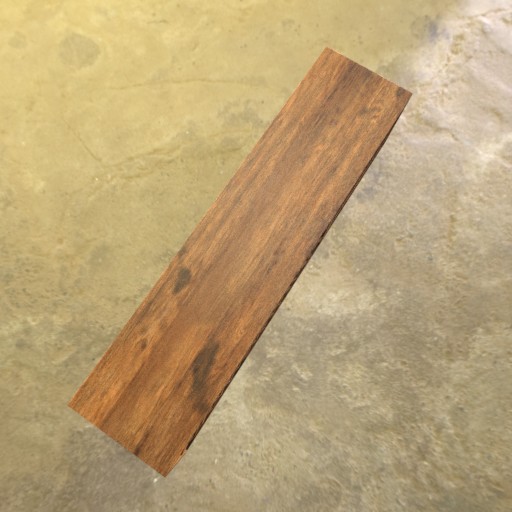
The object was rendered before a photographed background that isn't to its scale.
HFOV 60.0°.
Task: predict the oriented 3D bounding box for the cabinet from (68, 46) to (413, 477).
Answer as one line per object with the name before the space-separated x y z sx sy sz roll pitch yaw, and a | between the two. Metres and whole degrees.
cabinet | 0.000 0.000 1.657 0.349 0.528 1.448 32 78 8
